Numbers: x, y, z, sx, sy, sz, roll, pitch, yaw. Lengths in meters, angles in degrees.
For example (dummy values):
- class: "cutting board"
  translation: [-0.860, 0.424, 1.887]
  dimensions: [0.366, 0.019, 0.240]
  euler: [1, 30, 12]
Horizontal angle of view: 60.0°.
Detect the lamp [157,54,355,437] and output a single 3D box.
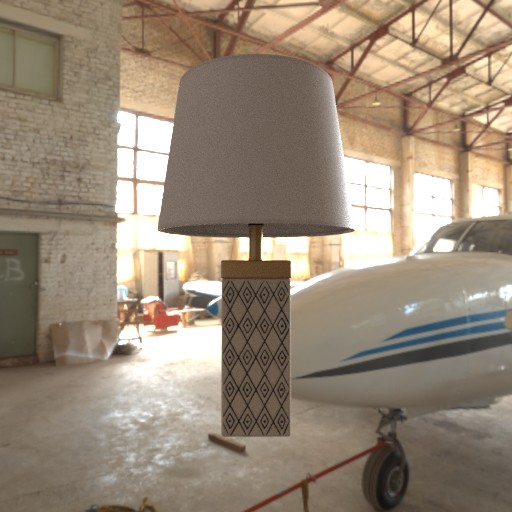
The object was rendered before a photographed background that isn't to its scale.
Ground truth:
- class: "lamp"
  translation: [0.000, 0.000, 0.575]
  dimensions: [0.251, 0.435, 0.251]
  euler: [0, -1, 0]
